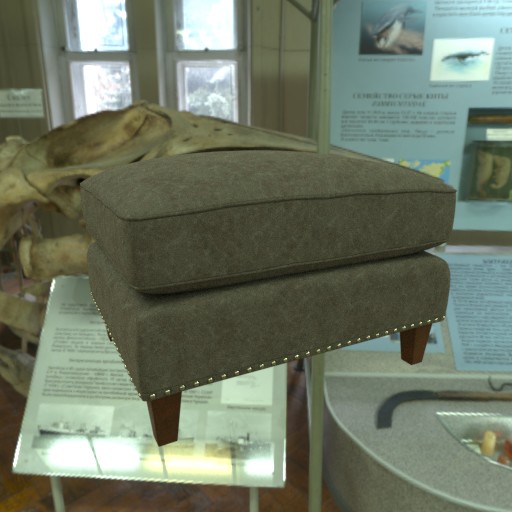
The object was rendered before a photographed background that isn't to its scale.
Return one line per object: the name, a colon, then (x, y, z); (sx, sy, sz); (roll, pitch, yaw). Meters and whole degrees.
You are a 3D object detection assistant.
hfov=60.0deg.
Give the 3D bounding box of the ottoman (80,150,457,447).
ottoman: (0.000, 0.000, 1.110); (0.741, 0.513, 0.584); (-8, 17, -27)
